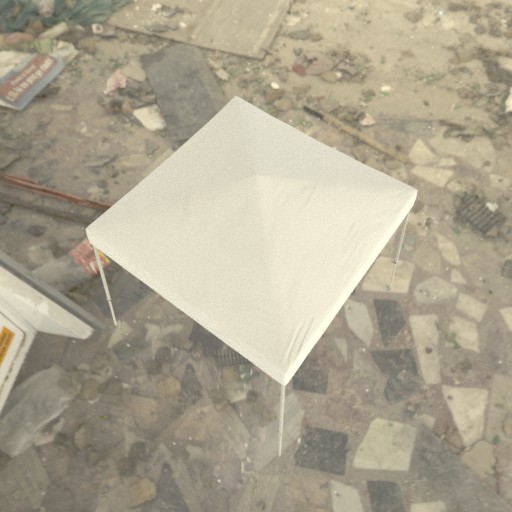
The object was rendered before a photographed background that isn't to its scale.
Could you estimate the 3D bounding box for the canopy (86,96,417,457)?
[{"bbox_3d":[0.000,0.000,6.511,3.599,3.600,3.600,33,65,18],"label":"canopy"}]
